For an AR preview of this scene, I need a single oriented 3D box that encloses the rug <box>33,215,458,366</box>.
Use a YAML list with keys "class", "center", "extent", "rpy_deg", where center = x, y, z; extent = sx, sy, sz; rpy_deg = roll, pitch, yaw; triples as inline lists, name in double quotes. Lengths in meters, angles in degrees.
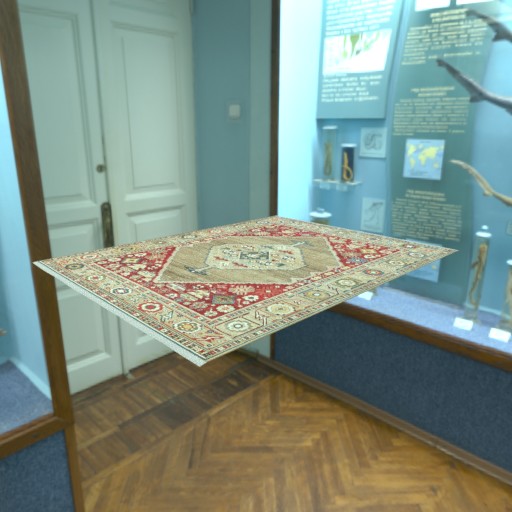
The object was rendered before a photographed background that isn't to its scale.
- class: "rug"
  center: [0.000, 0.000, 4.103]
  extent: [3.143, 0.008, 2.451]
  rpy_deg: [-15, 22, -42]
